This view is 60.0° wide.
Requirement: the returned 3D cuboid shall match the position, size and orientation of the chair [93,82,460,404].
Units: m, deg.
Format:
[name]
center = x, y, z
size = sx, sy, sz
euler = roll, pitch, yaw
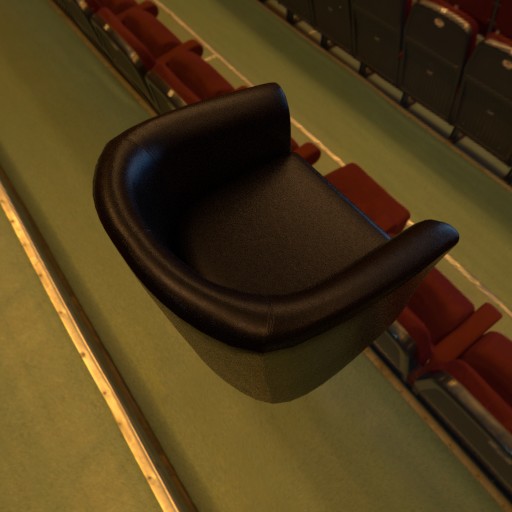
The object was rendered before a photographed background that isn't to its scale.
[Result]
[chair]
center = 0.000, 0.000, 1.355
size = 0.727, 0.756, 0.793
euler = -32, 62, -19
